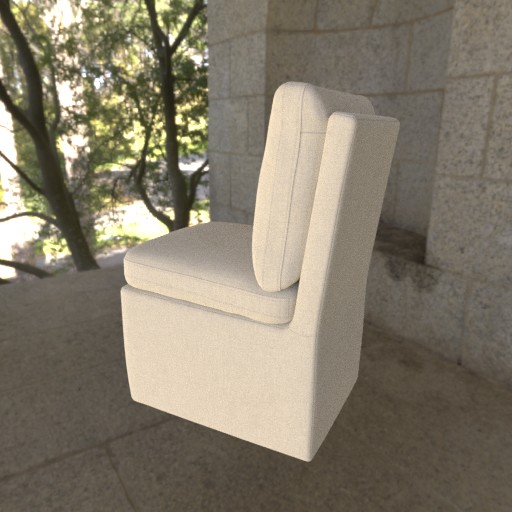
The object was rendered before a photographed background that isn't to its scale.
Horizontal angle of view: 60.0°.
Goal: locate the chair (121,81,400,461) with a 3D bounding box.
[{"bbox_3d":[0.000,0.000,1.333,0.698,0.927,0.503,8,18,26],"label":"chair"}]
